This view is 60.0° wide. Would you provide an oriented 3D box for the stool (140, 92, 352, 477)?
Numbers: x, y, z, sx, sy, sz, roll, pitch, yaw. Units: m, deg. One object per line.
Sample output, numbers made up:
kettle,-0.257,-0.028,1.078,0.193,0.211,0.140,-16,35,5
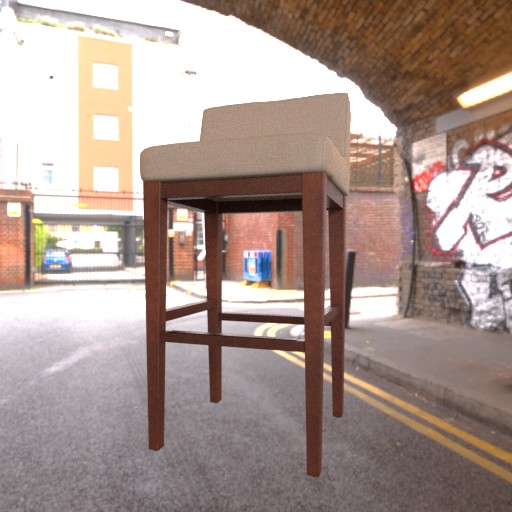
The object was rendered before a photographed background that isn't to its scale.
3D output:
stool,0.000,0.000,1.317,0.511,1.037,0.500,0,1,19
